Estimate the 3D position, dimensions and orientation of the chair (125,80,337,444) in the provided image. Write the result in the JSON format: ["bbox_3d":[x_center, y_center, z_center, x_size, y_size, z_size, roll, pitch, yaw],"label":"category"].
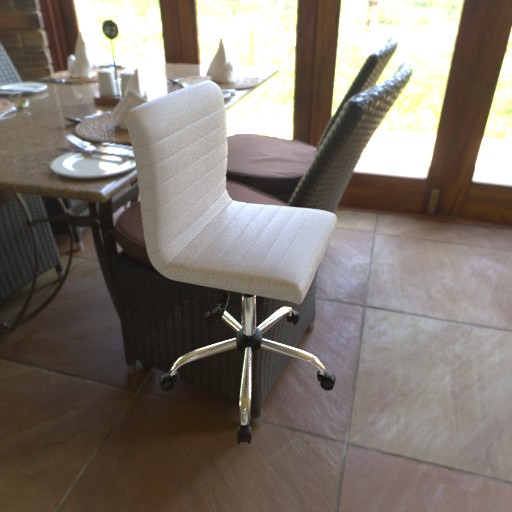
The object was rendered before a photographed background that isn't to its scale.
[{"bbox_3d":[0.000,0.000,1.083,0.455,0.750,0.520,10,32,17],"label":"chair"}]
